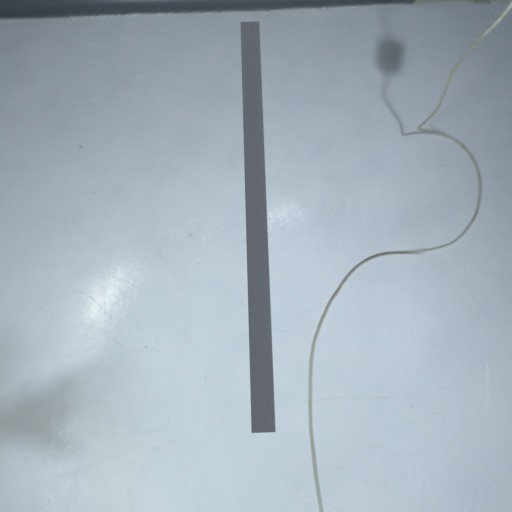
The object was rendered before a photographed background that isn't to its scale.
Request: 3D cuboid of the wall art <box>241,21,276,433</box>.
[{"bbox_3d":[0.000,0.000,1.149,0.037,0.760,0.762,-2,75,0],"label":"wall art"}]
